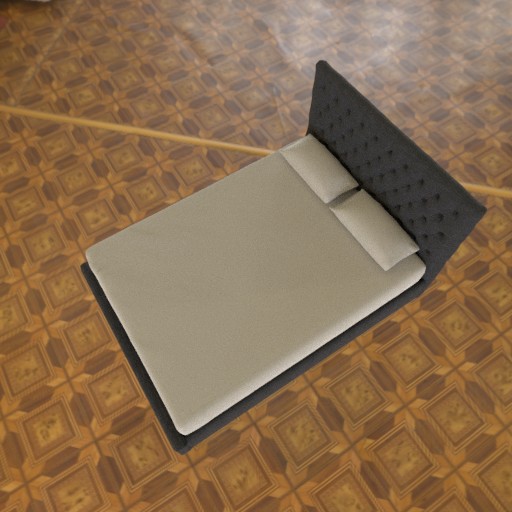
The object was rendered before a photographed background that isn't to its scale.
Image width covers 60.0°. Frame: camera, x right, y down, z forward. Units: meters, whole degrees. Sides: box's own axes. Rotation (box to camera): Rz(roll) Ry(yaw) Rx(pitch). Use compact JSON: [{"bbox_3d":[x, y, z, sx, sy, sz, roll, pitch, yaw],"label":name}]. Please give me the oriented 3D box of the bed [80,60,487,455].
[{"bbox_3d":[0.000,0.000,3.369,2.387,1.427,1.698,-30,65,-15],"label":"bed"}]
